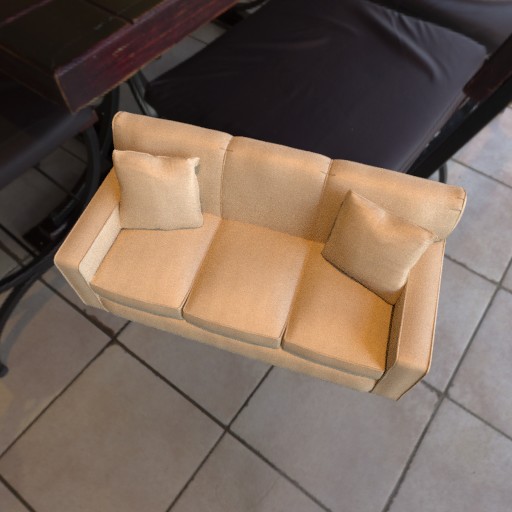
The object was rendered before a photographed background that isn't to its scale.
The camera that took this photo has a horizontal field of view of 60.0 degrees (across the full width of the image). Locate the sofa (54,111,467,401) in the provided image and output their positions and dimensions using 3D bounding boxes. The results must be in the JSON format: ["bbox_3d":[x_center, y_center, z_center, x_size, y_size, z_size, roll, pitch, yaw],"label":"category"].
[{"bbox_3d":[0.000,0.000,2.586,2.024,0.958,0.997,15,59,9],"label":"sofa"}]
